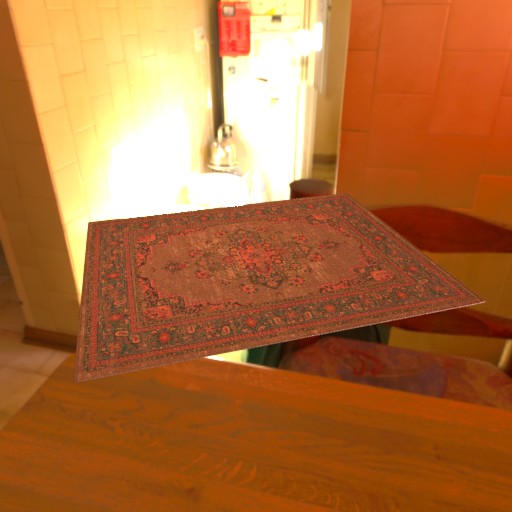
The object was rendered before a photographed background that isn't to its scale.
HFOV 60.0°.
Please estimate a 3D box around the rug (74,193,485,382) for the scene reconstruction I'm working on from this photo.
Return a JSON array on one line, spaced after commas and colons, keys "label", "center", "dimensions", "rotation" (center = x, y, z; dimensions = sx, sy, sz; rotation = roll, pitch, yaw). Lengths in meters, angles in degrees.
[{"label": "rug", "center": [0.000, 0.000, 4.124], "dimensions": [3.057, 0.013, 2.434], "rotation": [-8, 30, -14]}]
